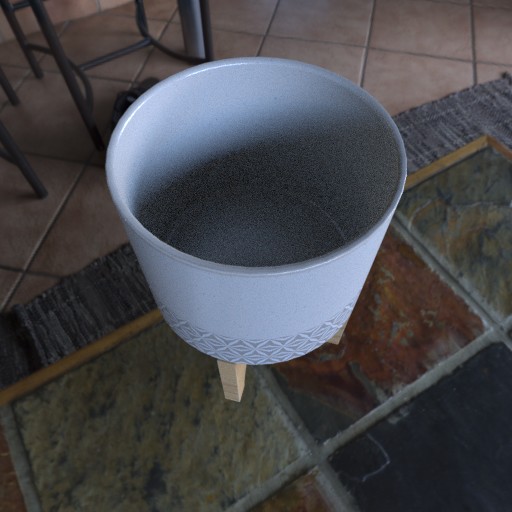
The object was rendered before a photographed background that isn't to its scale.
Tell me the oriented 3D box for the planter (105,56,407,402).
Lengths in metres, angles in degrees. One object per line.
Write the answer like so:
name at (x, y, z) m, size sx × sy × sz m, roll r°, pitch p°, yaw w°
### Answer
planter at (0.000, 0.000, 0.514) m, size 0.249 × 0.343 × 0.249 m, roll 0°, pitch 57°, yaw 0°
